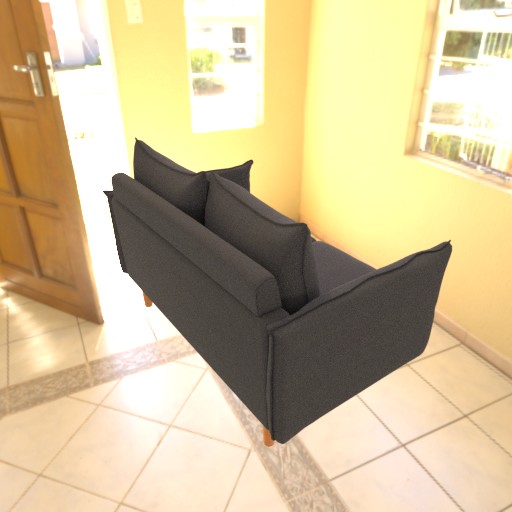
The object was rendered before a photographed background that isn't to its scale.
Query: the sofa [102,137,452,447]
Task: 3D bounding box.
[{"bbox_3d":[0.000,0.000,1.864,0.820,0.840,1.300,-19,34,-31],"label":"sofa"}]
